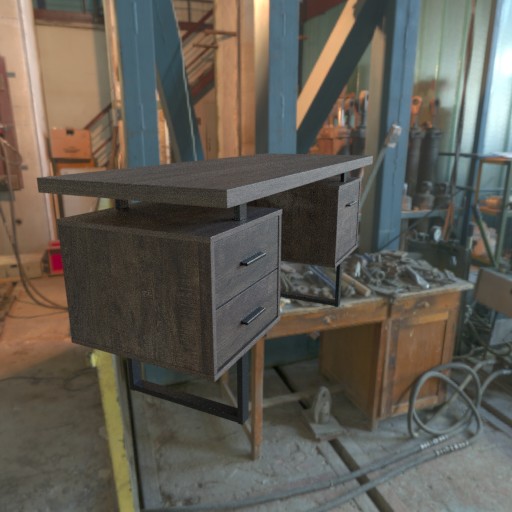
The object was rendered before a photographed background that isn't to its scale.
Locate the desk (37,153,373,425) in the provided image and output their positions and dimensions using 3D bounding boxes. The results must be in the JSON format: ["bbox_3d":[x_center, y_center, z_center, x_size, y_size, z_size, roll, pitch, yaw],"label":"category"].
[{"bbox_3d":[0.000,0.000,1.854,0.600,0.760,1.524,8,17,25],"label":"desk"}]
